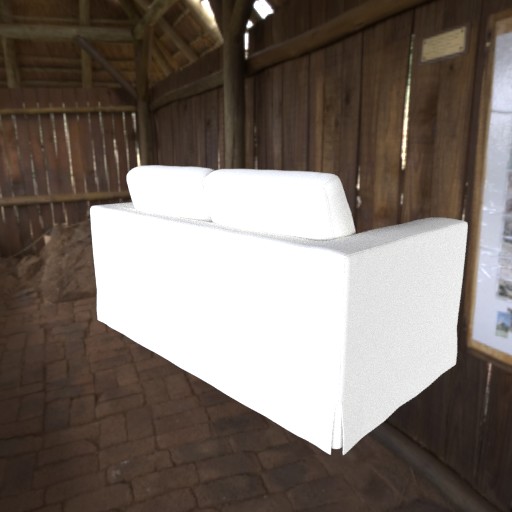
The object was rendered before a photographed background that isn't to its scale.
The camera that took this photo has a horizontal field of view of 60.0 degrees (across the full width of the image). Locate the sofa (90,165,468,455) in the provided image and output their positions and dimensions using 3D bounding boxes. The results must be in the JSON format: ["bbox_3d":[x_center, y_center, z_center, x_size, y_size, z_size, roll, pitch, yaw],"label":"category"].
[{"bbox_3d":[0.000,0.000,2.353,1.009,0.932,1.813,-13,18,-43],"label":"sofa"}]
